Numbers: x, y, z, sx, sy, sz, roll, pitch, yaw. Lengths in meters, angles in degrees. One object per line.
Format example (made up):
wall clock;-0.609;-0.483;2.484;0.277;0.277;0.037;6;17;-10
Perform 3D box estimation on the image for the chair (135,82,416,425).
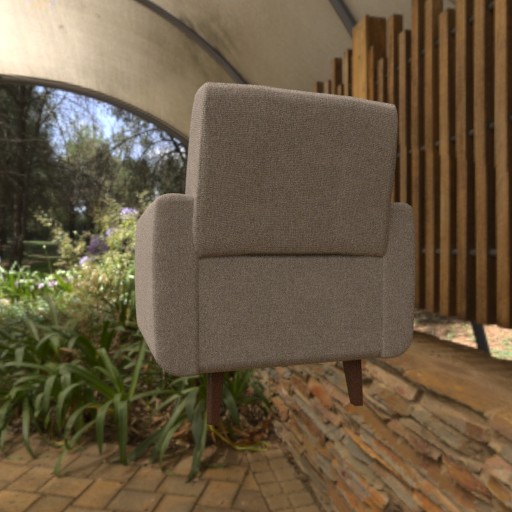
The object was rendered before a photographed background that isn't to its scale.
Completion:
chair;0.000;0.000;1.680;0.845;0.968;0.942;0;1;-18
